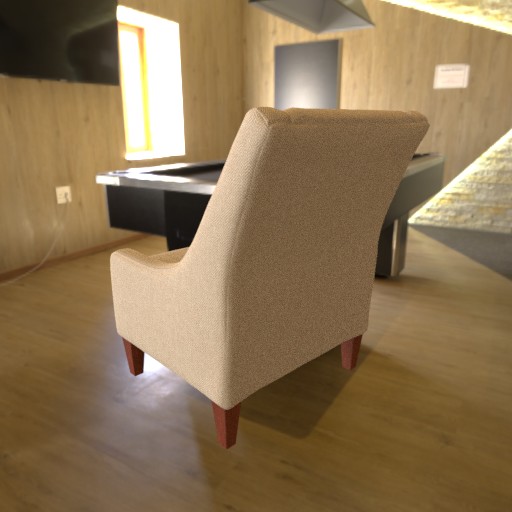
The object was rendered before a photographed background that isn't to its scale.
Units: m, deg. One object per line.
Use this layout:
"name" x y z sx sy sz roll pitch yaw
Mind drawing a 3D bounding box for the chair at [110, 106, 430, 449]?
"chair" 0.000 0.000 1.628 0.774 1.014 0.870 -16 23 -41
